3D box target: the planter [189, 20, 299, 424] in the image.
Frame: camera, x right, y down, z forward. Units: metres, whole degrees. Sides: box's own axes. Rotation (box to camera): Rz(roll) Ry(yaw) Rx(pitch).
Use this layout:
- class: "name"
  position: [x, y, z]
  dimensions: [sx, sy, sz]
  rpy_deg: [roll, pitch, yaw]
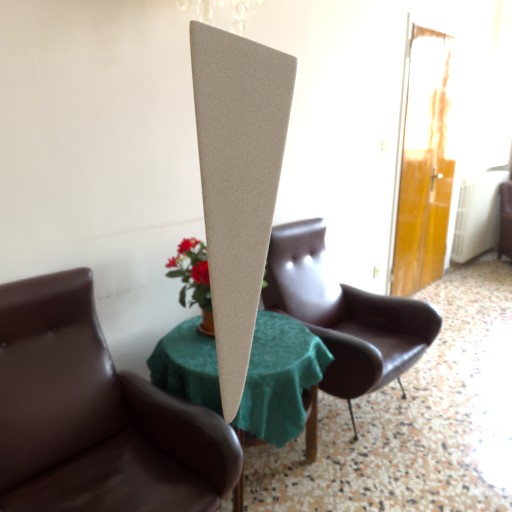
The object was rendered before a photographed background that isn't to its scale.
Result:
- class: "planter"
  position: [0.000, 0.000, 0.379]
  dimensions: [0.065, 0.338, 0.143]
  rpy_deg: [2, 16, 9]
